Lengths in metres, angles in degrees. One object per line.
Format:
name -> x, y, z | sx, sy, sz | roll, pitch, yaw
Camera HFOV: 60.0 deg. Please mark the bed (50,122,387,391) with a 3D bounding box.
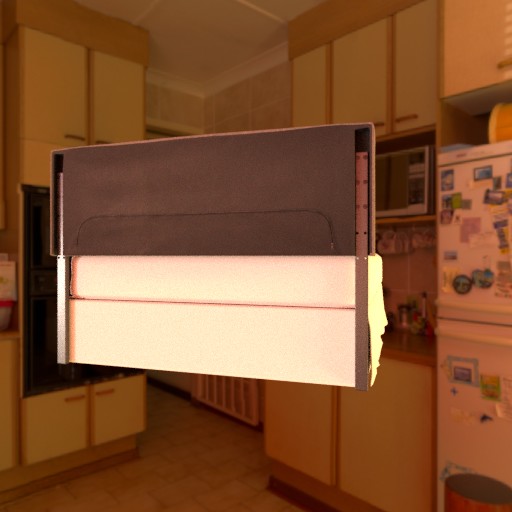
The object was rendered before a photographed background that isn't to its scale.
bed -> 0.000, 0.000, 2.883 | 1.610, 1.089, 1.894 | 0, 0, 18
